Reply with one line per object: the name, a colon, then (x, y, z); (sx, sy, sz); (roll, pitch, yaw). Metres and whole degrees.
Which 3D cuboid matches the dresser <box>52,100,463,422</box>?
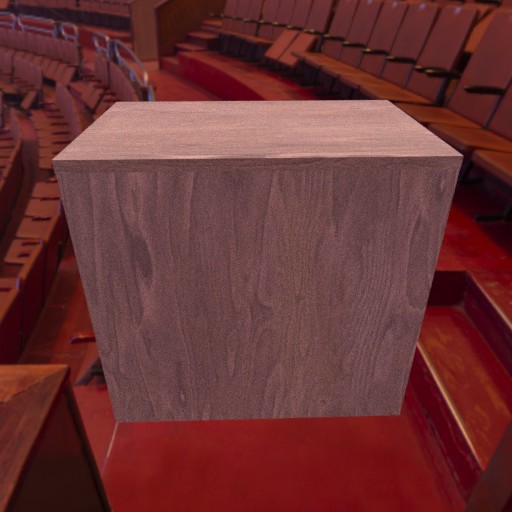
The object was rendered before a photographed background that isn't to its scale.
dresser: (0.000, 0.000, 1.292); (0.809, 0.762, 0.529); (-1, 31, -2)
